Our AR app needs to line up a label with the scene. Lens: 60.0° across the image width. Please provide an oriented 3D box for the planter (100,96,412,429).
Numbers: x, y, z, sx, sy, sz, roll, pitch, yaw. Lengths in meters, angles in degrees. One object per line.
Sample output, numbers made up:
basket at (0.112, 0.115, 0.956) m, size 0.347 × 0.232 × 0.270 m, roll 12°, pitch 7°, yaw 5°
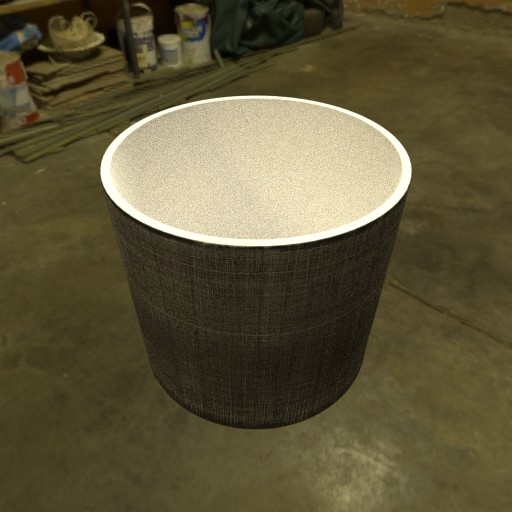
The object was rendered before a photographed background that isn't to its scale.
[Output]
planter at (0.000, 0.000, 0.389) m, size 0.221 × 0.201 × 0.221 m, roll 0°, pitch 40°, yaw 0°
